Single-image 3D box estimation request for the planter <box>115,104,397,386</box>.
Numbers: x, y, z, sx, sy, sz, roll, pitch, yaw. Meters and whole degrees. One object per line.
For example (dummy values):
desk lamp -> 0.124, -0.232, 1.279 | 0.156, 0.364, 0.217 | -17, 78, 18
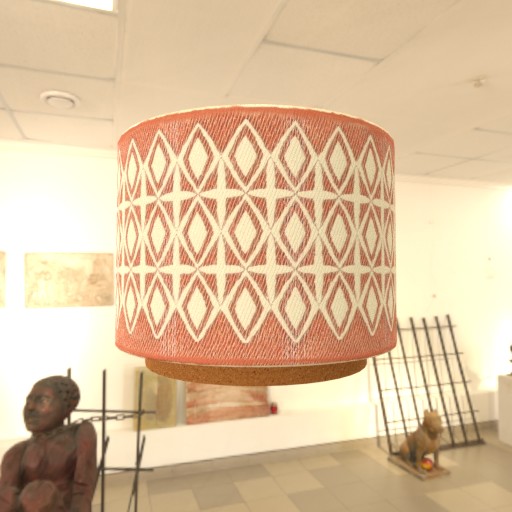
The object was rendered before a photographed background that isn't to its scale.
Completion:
planter -> 0.000, 0.000, 0.319 | 0.192, 0.148, 0.192 | 0, -2, 0
